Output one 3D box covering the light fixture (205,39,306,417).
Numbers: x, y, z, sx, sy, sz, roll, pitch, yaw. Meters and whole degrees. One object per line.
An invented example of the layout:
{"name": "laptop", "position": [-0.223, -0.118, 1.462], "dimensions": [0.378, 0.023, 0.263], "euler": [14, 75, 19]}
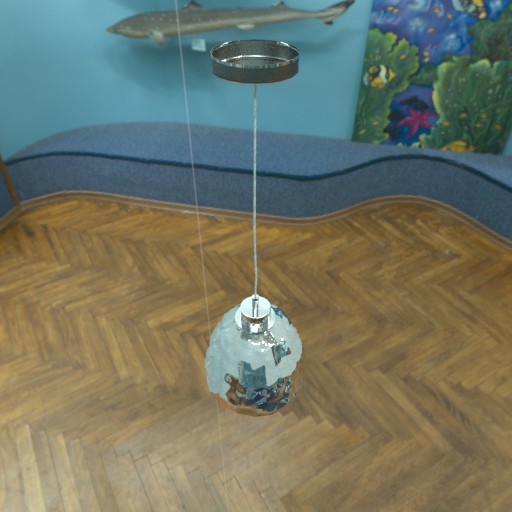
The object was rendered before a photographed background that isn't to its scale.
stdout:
{"name": "light fixture", "position": [0.000, 0.000, 1.736], "dimensions": [0.496, 1.511, 0.500], "euler": [10, 41, 12]}
